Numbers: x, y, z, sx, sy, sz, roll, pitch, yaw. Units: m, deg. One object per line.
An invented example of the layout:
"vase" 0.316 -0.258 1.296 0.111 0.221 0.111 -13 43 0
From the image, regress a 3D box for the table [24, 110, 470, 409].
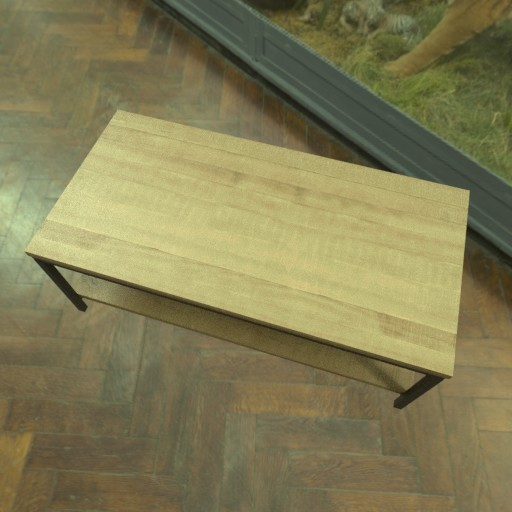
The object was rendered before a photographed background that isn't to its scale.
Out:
"table" 0.000 0.000 1.381 1.100 0.399 0.551 15 61 8
